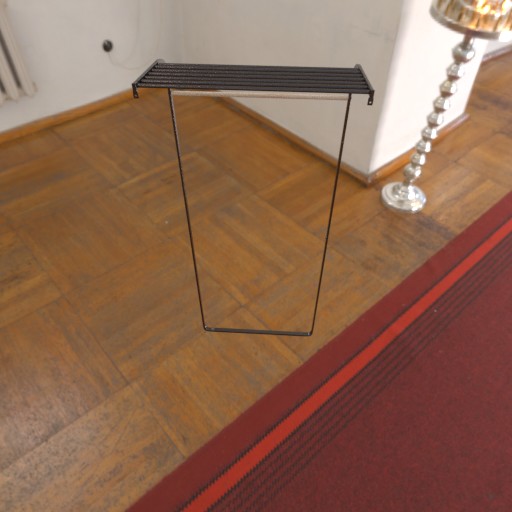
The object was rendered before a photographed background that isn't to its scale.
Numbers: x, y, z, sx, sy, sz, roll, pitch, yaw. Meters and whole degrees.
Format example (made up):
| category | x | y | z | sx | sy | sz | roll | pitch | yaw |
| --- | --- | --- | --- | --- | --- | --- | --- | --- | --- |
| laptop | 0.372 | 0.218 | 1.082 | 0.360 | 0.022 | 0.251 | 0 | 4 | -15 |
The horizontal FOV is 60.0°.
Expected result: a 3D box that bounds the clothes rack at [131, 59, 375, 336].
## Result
| category | x | y | z | sx | sy | sz | roll | pitch | yaw |
| --- | --- | --- | --- | --- | --- | --- | --- | --- | --- |
| clothes rack | 0.000 | 0.000 | 1.786 | 0.609 | 1.574 | 0.349 | 3 | 46 | 2 |
